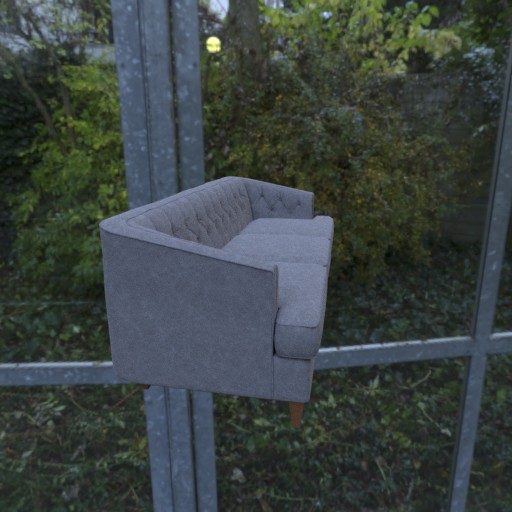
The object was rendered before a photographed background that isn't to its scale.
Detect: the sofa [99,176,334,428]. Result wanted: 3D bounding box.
[{"bbox_3d":[0.000,0.000,2.758,0.917,0.806,2.247,3,16,11],"label":"sofa"}]
